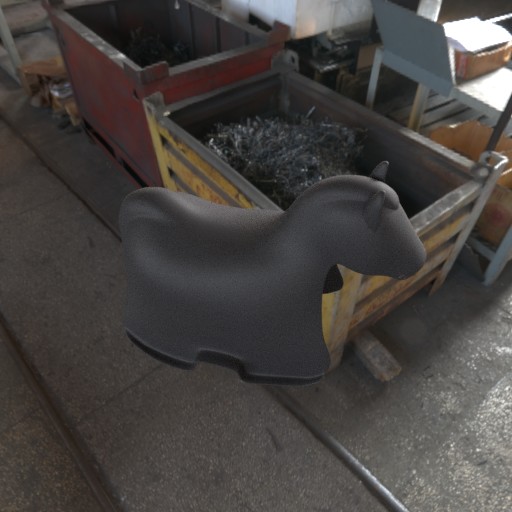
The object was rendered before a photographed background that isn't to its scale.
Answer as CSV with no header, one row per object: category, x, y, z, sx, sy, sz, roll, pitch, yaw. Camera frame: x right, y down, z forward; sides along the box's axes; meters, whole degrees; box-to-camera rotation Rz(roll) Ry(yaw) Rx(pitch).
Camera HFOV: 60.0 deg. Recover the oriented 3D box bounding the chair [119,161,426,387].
chair,0.000,0.000,1.158,0.800,0.612,0.429,11,48,10
